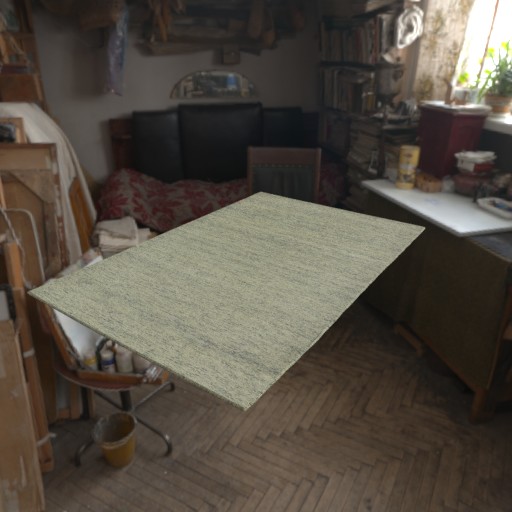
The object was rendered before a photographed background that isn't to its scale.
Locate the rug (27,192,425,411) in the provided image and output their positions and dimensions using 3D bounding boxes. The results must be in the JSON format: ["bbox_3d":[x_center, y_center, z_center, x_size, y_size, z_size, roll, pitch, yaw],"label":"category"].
[{"bbox_3d":[0.000,0.000,2.352,1.243,0.014,1.846,17,31,32],"label":"rug"}]
